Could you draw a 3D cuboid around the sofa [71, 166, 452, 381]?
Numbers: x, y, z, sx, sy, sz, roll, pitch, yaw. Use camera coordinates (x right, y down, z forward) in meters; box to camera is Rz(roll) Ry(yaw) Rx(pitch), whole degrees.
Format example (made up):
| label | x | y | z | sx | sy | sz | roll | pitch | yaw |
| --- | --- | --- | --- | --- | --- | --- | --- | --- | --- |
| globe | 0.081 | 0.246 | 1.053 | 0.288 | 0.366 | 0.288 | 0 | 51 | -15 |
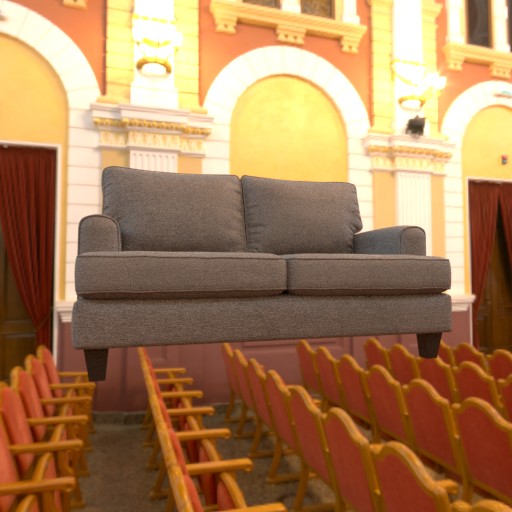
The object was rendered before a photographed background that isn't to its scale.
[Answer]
| label | x | y | z | sx | sy | sz | roll | pitch | yaw |
| --- | --- | --- | --- | --- | --- | --- | --- | --- | --- |
| sofa | 0.000 | 0.000 | 2.240 | 1.651 | 0.965 | 0.965 | 1 | -2 | -17 |
